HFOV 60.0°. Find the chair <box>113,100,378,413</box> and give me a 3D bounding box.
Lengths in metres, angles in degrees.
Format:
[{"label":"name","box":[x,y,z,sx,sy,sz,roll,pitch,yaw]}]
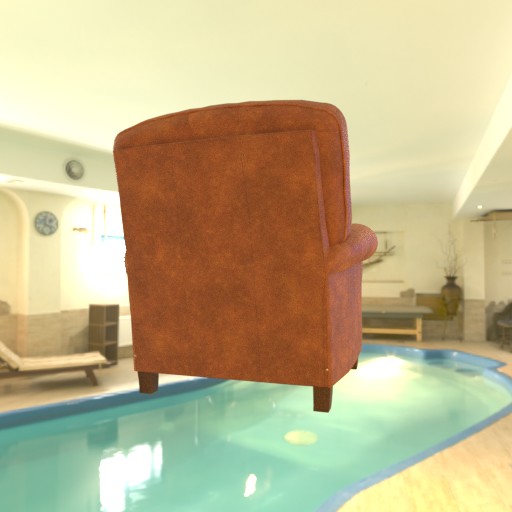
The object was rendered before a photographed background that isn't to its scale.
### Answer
[{"label":"chair","box":[0.000,0.000,1.821,0.936,1.018,0.986,-1,-2,19]}]
